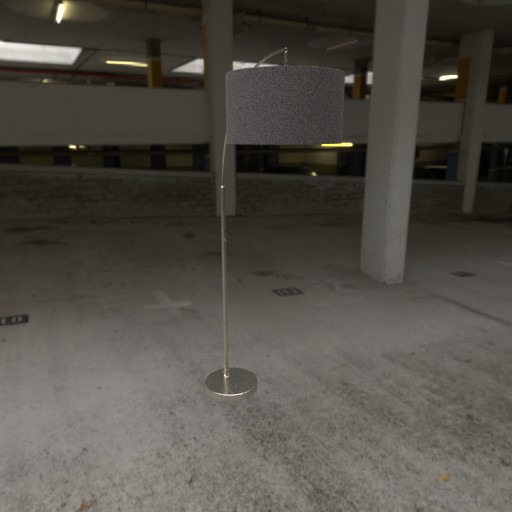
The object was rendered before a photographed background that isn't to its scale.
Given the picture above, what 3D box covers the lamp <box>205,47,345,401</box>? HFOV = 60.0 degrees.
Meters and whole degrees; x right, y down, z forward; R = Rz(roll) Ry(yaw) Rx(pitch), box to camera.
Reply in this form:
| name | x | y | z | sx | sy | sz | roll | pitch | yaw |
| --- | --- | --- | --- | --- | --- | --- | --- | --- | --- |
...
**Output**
| name | x | y | z | sx | sy | sz | roll | pitch | yaw |
| --- | --- | --- | --- | --- | --- | --- | --- | --- | --- |
| lamp | 0.000 | 0.000 | 2.098 | 0.452 | 1.735 | 0.934 | -8 | 17 | -26 |
